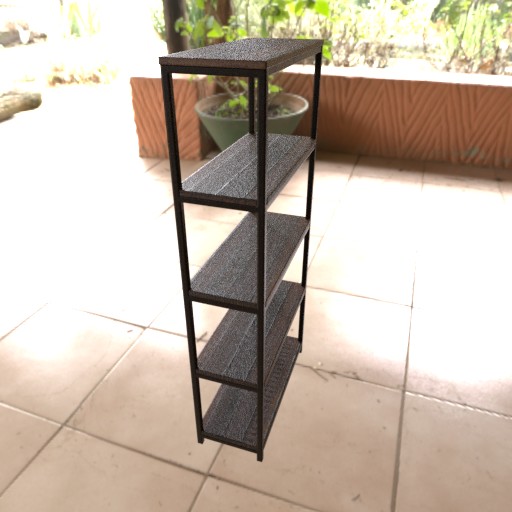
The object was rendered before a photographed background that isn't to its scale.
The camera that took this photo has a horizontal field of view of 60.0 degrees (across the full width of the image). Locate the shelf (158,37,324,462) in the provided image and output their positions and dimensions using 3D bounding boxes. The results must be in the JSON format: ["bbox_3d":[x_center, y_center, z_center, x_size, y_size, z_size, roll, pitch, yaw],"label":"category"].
[{"bbox_3d":[0.000,0.000,2.170,0.359,1.860,0.874,10,31,16],"label":"shelf"}]
